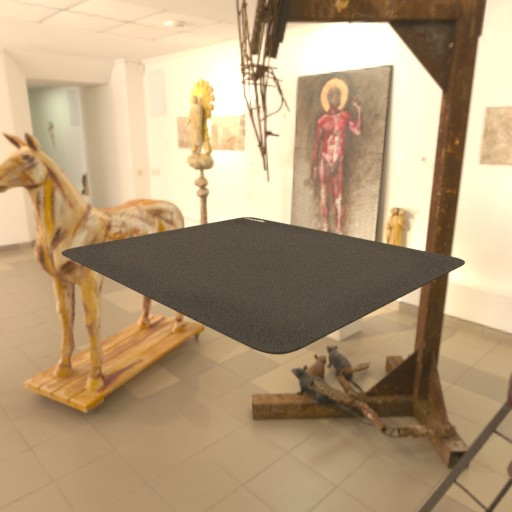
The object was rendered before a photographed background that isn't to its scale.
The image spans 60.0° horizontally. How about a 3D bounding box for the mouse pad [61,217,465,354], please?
[{"bbox_3d":[0.000,0.000,0.636,0.393,0.002,0.451,-15,22,-42],"label":"mouse pad"}]
